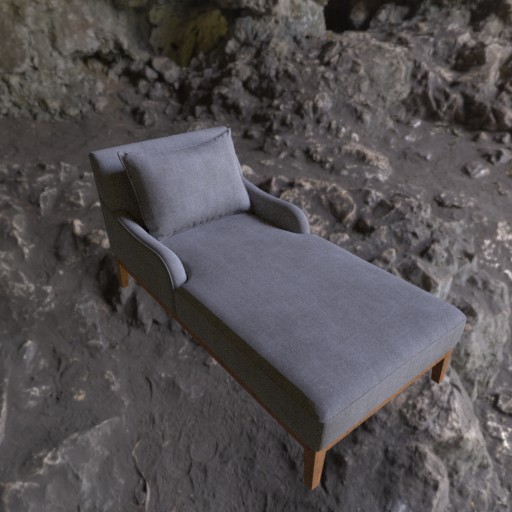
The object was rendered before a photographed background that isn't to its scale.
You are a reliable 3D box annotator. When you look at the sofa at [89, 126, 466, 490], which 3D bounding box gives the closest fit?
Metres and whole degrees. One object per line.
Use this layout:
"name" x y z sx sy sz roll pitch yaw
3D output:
"sofa" 0.000 0.000 2.191 0.894 0.859 1.779 -22 37 -32
